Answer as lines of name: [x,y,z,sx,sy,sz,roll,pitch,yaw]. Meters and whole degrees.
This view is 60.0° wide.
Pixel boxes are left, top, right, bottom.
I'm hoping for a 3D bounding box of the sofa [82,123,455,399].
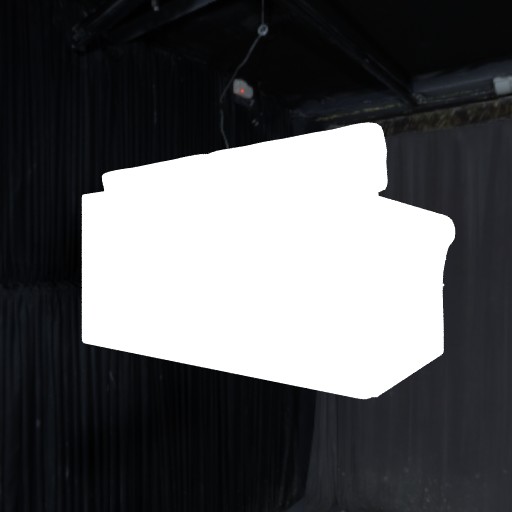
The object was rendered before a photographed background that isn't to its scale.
sofa: [0.000,0.000,2.294,1.727,0.940,0.991,0,0,37]
